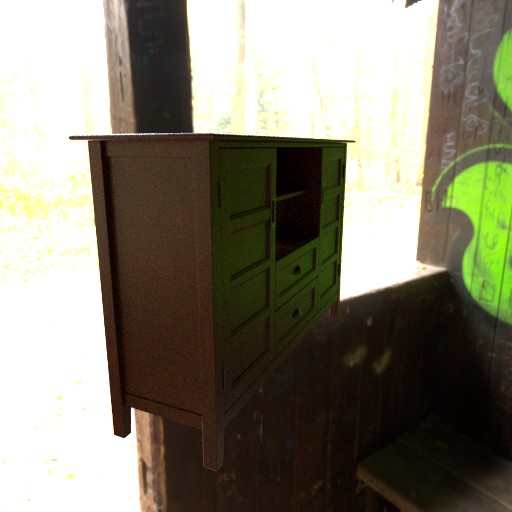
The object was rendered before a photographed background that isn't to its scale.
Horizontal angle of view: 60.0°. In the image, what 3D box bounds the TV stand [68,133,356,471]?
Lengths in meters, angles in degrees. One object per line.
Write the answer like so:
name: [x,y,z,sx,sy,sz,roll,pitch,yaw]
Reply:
TV stand: [0.000,0.000,1.782,0.445,0.915,1.372,6,15,24]
